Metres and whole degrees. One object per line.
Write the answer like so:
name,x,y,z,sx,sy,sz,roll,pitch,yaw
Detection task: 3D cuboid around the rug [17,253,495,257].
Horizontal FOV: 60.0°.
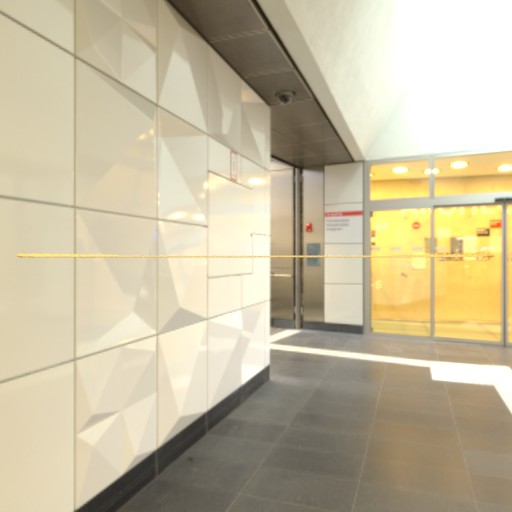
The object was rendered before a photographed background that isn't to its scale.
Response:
rug,0.000,0.000,2.998,2.433,0.022,1.556,0,0,0
